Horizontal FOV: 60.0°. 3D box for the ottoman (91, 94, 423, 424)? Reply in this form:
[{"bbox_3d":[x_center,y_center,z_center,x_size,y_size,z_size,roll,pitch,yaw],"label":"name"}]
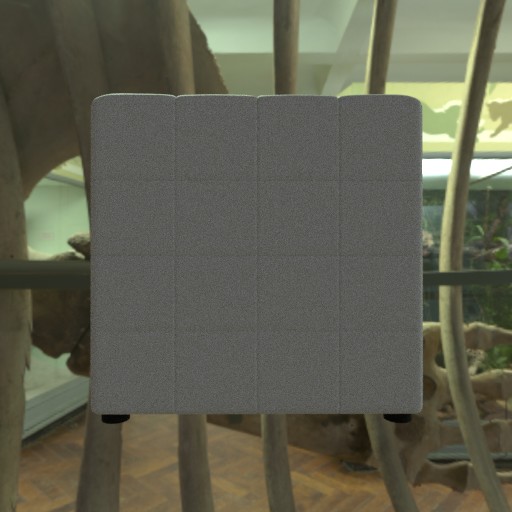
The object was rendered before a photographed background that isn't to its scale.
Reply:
[{"bbox_3d":[0.000,0.000,0.773,0.425,0.432,0.425,0,0,0],"label":"ottoman"}]
